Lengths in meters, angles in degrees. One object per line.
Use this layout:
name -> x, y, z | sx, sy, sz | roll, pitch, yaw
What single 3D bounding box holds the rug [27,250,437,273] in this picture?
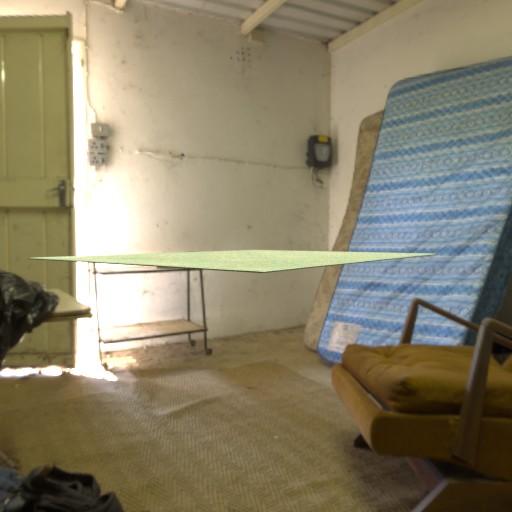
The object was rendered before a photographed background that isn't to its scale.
rug -> 0.000, 0.000, 4.033 | 2.363, 0.012, 2.980 | 2, 3, 37
